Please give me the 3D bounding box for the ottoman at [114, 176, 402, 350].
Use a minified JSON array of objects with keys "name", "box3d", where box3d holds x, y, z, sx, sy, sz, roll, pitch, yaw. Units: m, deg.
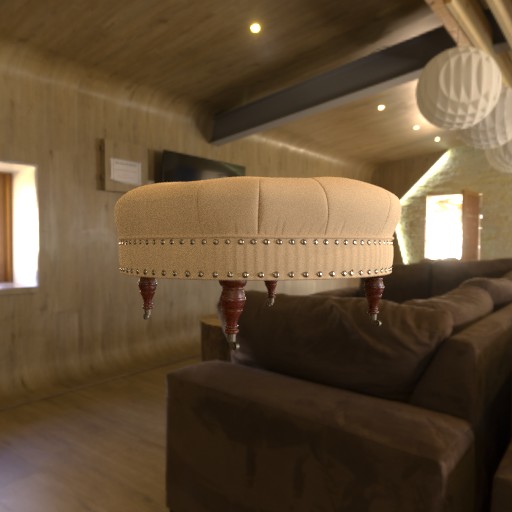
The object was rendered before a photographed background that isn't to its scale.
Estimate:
[{"name":"ottoman","box3d":[0.000,0.000,1.441,0.901,0.439,0.901,0,1,0]}]
